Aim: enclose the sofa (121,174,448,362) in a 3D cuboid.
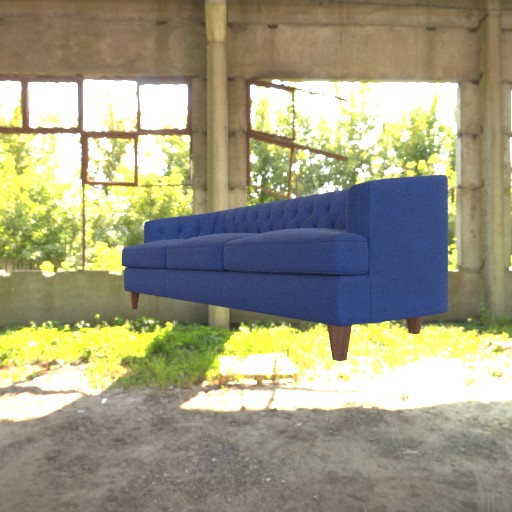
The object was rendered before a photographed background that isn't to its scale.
[{"bbox_3d":[0.000,0.000,2.706,0.914,0.787,2.235,0,-1,-36],"label":"sofa"}]
